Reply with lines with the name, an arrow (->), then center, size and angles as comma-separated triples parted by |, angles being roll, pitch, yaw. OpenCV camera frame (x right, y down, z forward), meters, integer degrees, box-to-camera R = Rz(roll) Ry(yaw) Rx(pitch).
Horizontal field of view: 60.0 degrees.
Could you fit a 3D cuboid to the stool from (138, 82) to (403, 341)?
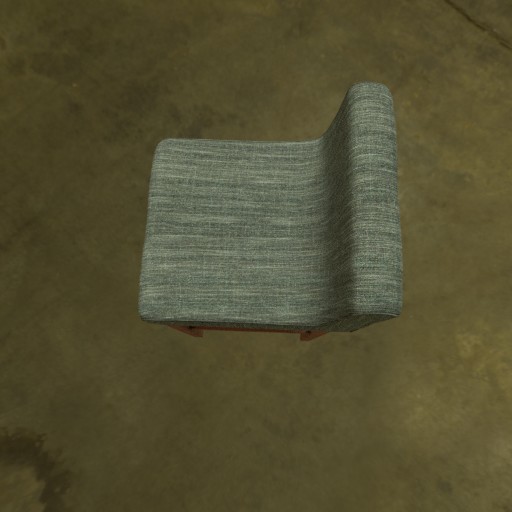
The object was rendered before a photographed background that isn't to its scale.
stool -> 0.000, 0.000, 1.207 | 0.499, 0.965, 0.426 | 2, 75, 1
